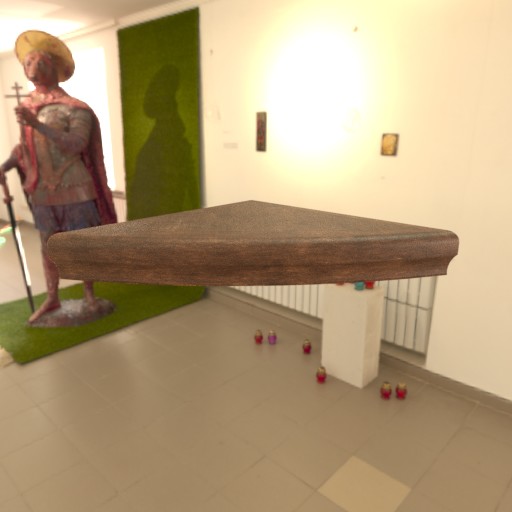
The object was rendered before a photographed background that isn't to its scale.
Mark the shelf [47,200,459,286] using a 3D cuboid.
[{"bbox_3d":[0.000,0.000,0.473,0.310,0.050,0.310,15,22,41],"label":"shelf"}]
